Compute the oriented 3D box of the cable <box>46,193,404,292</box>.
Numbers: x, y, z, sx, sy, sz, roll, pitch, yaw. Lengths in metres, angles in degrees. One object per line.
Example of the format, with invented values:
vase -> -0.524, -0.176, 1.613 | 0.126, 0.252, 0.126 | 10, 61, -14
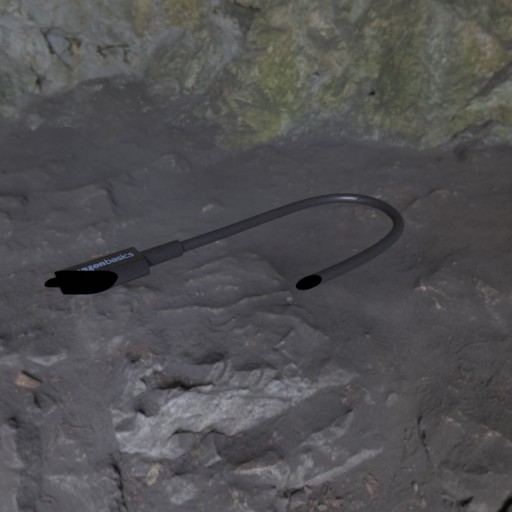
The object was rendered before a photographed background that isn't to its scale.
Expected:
cable -> 0.000, 0.000, 0.110 | 0.098, 0.005, 0.041 | -21, 38, -30
